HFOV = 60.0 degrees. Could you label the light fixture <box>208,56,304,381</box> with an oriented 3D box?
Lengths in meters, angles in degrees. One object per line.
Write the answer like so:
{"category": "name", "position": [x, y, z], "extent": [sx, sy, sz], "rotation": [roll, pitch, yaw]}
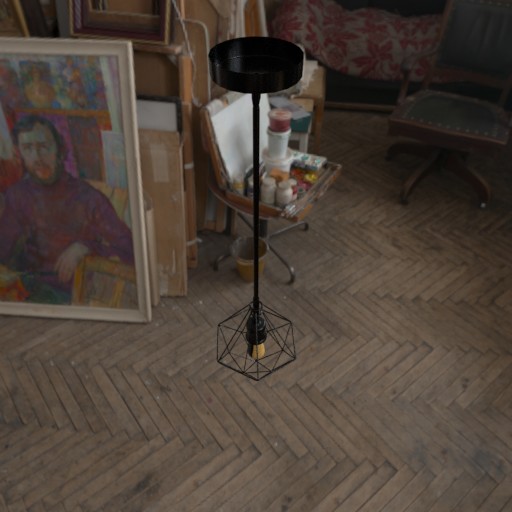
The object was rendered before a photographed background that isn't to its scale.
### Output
{"category": "light fixture", "position": [0.000, 0.000, 1.987], "extent": [0.487, 1.764, 0.431], "rotation": [-24, 50, -22]}
